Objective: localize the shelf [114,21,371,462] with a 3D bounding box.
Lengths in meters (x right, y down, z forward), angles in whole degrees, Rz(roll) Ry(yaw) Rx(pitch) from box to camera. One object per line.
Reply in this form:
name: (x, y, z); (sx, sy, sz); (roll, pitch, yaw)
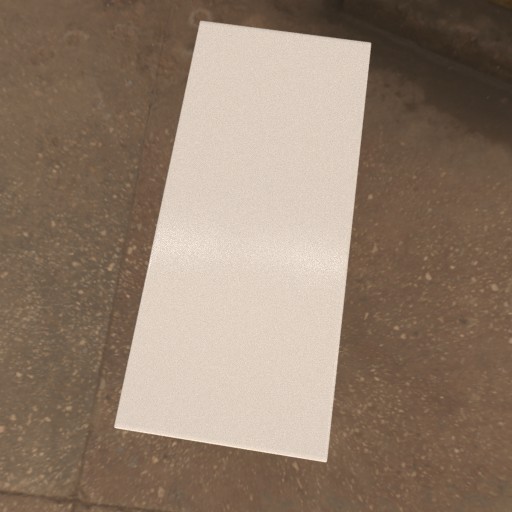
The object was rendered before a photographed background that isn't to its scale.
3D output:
shelf: (0.000, 0.000, 1.269); (0.396, 0.732, 0.895); (8, 77, 2)
